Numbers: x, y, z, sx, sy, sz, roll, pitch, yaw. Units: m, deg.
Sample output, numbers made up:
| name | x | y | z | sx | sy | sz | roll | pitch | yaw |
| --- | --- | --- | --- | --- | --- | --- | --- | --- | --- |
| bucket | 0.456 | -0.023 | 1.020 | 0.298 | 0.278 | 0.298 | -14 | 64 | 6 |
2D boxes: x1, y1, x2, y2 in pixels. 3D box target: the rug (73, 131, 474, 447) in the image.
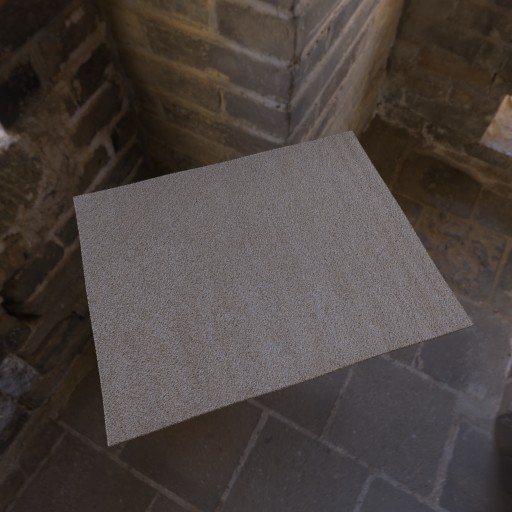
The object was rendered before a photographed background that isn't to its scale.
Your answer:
| name | x | y | z | sx | sy | sz | roll | pitch | yaw |
| --- | --- | --- | --- | --- | --- | --- | --- | --- | --- |
| rug | 0.000 | 0.000 | 4.013 | 3.000 | 0.026 | 2.400 | -16 | 60 | -9 |
